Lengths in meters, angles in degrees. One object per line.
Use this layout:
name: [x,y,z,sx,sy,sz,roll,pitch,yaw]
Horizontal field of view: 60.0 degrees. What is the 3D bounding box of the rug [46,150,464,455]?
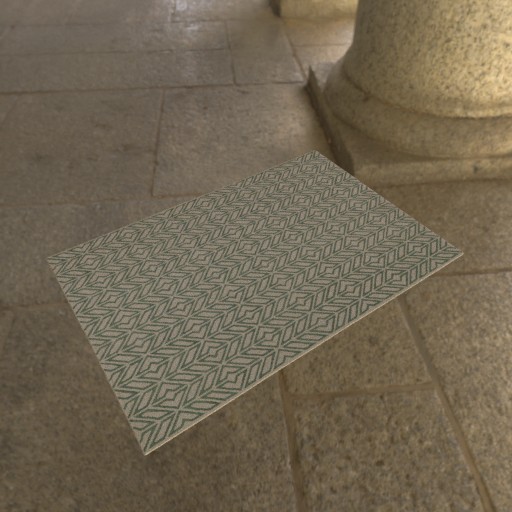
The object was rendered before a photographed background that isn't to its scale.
rug: [0.000,0.000,2.328,1.828,0.007,1.220,-26,51,-24]
